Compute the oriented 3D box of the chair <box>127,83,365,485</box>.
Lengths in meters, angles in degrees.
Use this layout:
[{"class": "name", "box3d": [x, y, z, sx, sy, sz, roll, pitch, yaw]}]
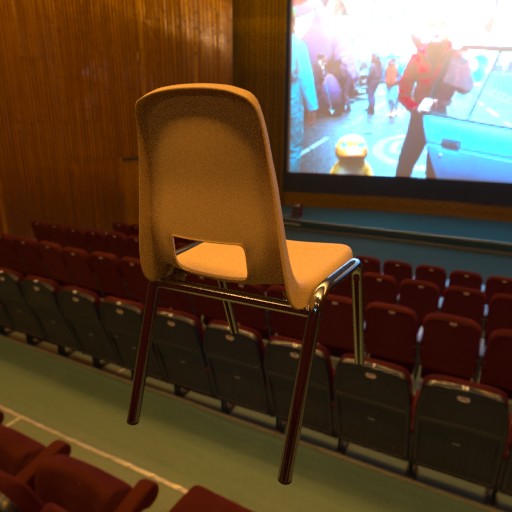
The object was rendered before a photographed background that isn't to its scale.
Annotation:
[{"class": "chair", "box3d": [0.000, 0.000, 0.842, 0.354, 0.586, 0.423, 8, 19, 26]}]
